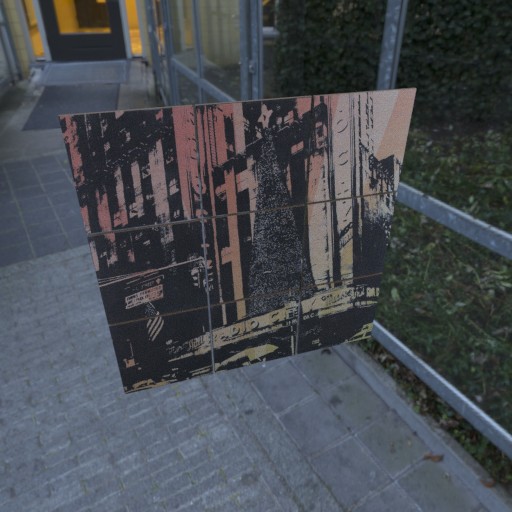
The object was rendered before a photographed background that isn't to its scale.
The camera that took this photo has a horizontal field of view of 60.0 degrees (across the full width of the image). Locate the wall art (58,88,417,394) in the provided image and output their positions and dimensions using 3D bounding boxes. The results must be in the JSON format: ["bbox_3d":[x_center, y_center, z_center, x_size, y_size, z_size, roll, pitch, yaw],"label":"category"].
[{"bbox_3d":[0.000,0.000,1.784,1.216,1.216,0.013,-10,34,-14],"label":"wall art"}]
